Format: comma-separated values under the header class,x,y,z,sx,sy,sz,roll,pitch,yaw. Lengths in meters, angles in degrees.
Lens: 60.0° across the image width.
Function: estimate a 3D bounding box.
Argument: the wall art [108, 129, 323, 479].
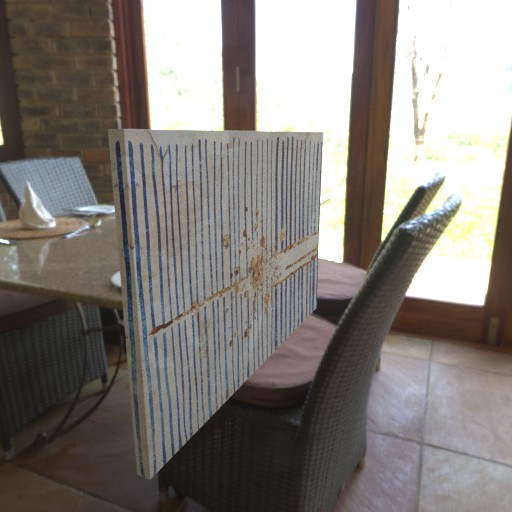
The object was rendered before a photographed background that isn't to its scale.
class,x,y,z,sx,sy,sz,roll,pitch,yaw
wall art,0.000,0.000,1.396,0.038,0.757,1.143,7,17,25
